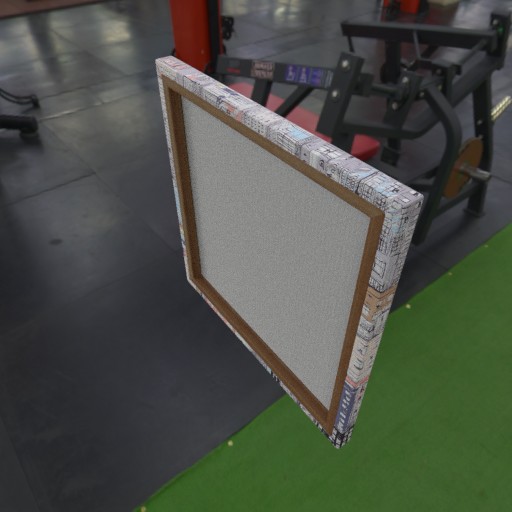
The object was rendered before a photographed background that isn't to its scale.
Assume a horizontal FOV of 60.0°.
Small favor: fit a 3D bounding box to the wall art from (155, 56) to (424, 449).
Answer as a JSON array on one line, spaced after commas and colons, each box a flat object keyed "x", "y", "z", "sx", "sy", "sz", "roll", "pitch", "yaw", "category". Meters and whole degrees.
[{"x": 0.000, "y": 0.000, "z": 1.113, "sx": 0.048, "sy": 0.762, "sz": 0.761, "roll": -27, "pitch": 48, "yaw": -26, "category": "wall art"}]
